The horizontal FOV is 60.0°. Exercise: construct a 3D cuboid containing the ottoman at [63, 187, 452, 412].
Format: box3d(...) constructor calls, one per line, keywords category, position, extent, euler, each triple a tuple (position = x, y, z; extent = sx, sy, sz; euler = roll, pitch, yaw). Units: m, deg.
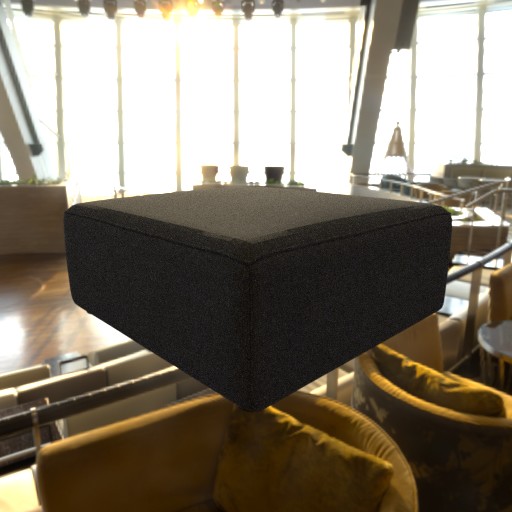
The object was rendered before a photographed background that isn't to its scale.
box3d(category="ottoman", position=(0.000, 0.000, 1.593), extent=(1.000, 0.439, 1.000), euler=(-13, 19, -42))
